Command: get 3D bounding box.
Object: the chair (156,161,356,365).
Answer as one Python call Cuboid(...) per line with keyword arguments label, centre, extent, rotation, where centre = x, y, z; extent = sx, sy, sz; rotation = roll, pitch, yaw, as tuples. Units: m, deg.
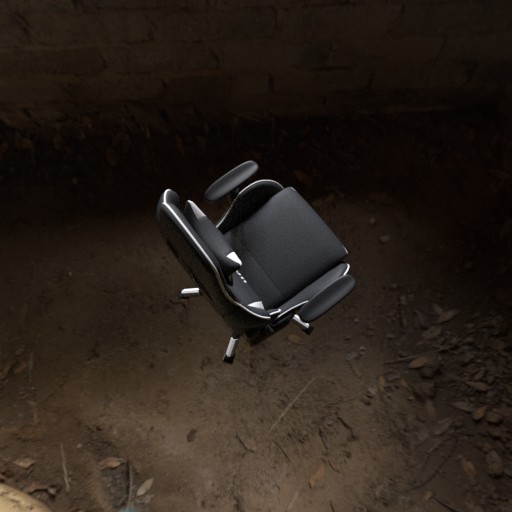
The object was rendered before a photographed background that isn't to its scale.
Cuboid(label="chair", centre=(0.000, 0.000, 1.698), extent=(0.700, 1.240, 0.700), rotation=(-36, 77, -10))
